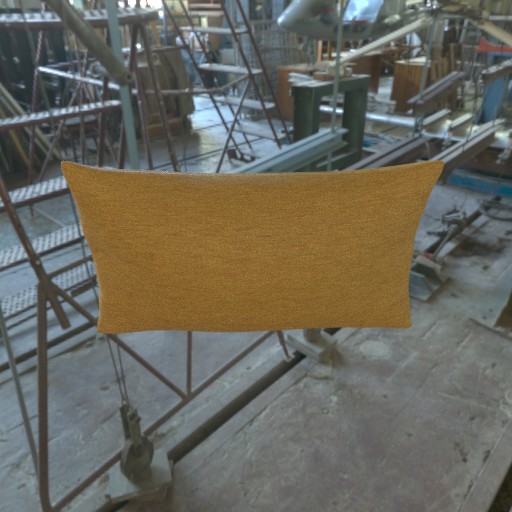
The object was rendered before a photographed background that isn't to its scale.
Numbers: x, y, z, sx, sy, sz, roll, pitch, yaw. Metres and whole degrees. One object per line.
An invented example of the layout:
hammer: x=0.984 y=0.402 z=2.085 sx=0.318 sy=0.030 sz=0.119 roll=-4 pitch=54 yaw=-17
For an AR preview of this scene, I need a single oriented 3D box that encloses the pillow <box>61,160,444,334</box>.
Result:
pillow: x=0.000 y=0.000 z=0.803 sx=0.634 sy=0.354 sz=0.210 roll=-1 pitch=30 yaw=-2
